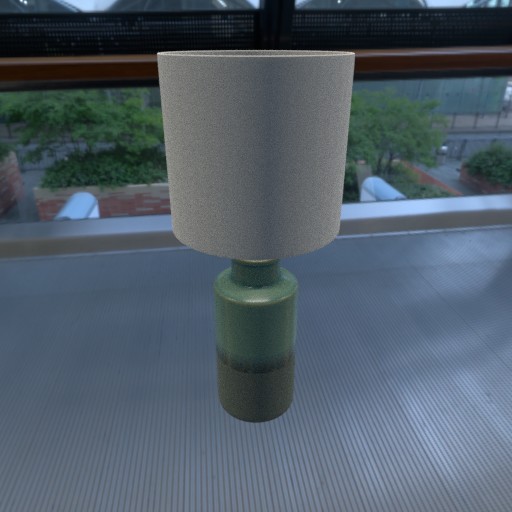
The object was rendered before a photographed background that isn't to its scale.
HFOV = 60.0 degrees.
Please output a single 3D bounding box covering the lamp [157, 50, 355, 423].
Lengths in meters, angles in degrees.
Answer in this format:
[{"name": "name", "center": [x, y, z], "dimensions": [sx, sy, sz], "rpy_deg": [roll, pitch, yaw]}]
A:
[{"name": "lamp", "center": [0.000, 0.000, 0.591], "dimensions": [0.212, 0.493, 0.212], "rpy_deg": [19, 32, 33]}]
